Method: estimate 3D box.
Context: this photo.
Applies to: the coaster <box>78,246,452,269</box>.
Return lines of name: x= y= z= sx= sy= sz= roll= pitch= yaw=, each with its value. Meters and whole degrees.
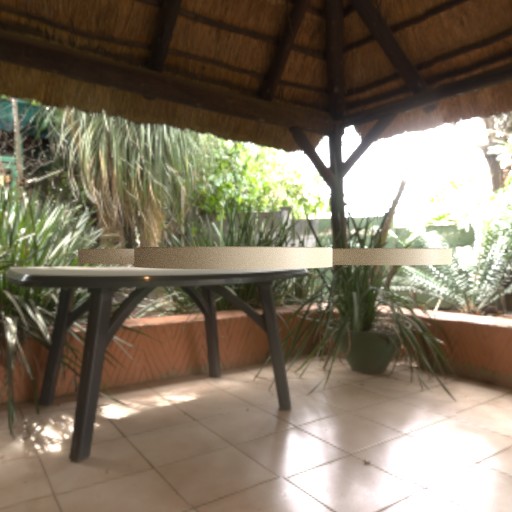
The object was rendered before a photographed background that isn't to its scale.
coaster: x=0.000 y=0.000 z=0.327 sx=0.220 sy=0.010 sz=0.224 roll=0 pitch=0 yaw=-35
